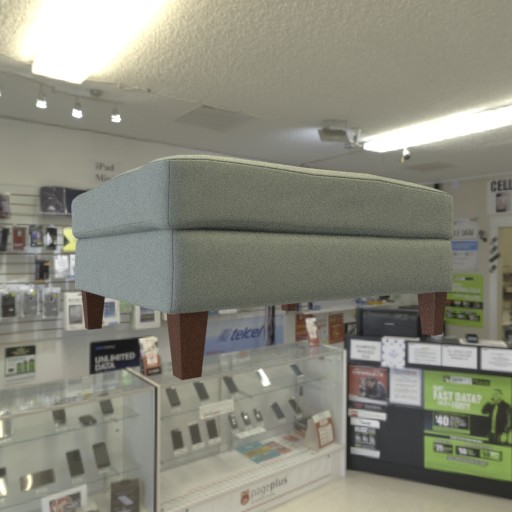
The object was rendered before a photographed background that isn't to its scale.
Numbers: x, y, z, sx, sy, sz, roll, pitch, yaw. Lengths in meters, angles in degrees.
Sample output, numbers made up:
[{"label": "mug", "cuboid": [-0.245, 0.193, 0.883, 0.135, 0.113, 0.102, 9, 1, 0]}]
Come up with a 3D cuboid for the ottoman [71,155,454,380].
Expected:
[{"label": "ottoman", "cuboid": [0.000, 0.000, 1.457, 0.991, 0.494, 0.842, 0, 0, -35]}]
